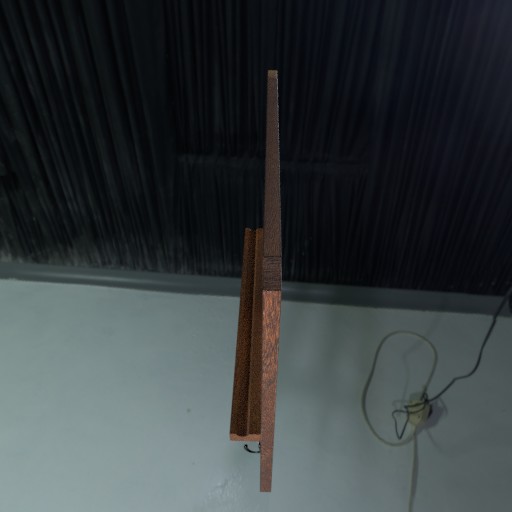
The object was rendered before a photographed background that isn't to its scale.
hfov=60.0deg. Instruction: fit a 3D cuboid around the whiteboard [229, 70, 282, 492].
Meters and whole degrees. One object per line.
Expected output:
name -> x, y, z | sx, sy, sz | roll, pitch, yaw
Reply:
whiteboard -> 0.000, 0.000, 0.994 | 0.083, 0.559, 0.783 | 1, 40, 1
